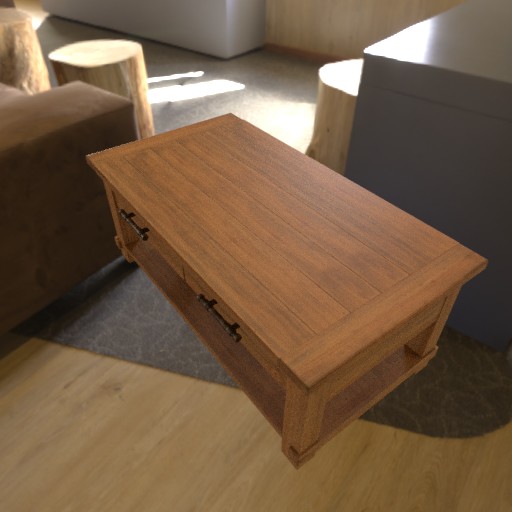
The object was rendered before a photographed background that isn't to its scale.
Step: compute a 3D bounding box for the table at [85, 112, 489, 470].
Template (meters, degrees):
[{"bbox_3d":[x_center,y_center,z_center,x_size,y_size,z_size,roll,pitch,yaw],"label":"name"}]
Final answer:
[{"bbox_3d":[0.000,0.000,1.627,0.693,0.494,1.270,-26,47,-27],"label":"table"}]
